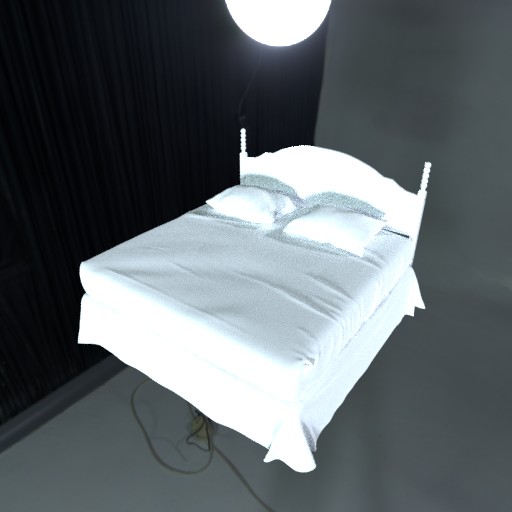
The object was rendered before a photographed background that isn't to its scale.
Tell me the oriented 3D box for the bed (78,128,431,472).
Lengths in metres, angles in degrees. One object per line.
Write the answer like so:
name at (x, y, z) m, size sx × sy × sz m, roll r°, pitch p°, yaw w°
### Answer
bed at (0.000, 0.000, 3.593) m, size 2.322 × 1.355 × 2.219 m, roll 20°, pitch 35°, yaw 31°
